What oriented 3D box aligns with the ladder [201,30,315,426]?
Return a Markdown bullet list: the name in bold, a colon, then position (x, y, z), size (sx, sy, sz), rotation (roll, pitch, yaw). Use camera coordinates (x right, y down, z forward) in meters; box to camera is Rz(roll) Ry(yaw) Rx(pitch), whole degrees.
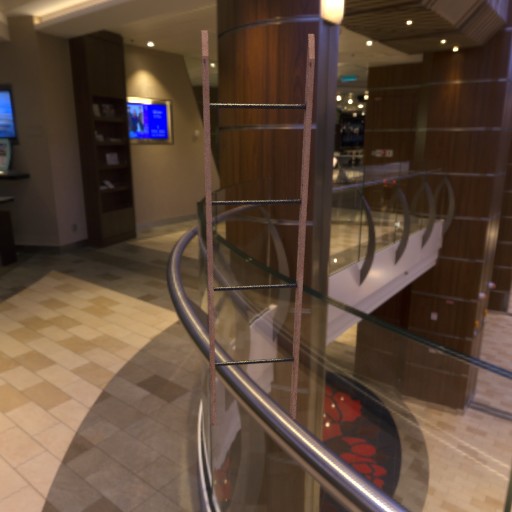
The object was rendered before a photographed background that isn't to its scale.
- **ladder**: position (0.000, 0.000, 1.995), size (0.442, 1.805, 0.200), rotation (-2, 15, -8)
